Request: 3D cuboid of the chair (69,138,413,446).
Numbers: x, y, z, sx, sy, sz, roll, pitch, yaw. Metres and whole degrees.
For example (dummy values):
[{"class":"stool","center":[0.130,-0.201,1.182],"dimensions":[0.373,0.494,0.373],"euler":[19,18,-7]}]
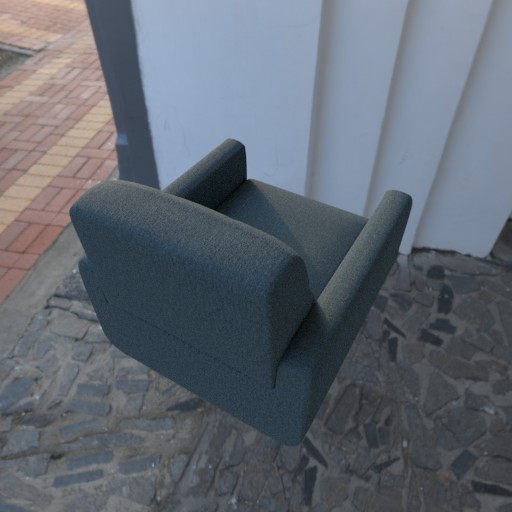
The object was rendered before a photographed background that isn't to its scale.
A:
[{"class":"chair","center":[0.000,0.000,1.683],"dimensions":[0.880,0.940,0.964],"euler":[23,49,21]}]
